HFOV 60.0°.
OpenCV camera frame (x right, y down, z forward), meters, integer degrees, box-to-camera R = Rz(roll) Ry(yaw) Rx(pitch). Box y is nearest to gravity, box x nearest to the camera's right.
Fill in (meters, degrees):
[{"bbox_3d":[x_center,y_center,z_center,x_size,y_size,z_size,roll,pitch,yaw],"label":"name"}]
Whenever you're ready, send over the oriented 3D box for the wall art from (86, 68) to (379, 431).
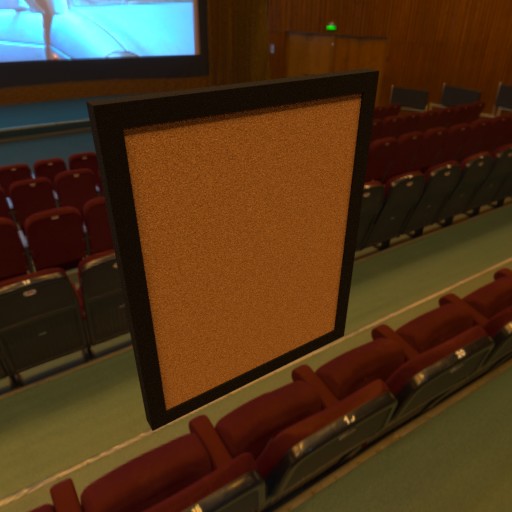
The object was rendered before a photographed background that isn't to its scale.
[{"bbox_3d":[0.000,0.000,0.759,0.457,0.559,0.029,-19,36,-28],"label":"wall art"}]
